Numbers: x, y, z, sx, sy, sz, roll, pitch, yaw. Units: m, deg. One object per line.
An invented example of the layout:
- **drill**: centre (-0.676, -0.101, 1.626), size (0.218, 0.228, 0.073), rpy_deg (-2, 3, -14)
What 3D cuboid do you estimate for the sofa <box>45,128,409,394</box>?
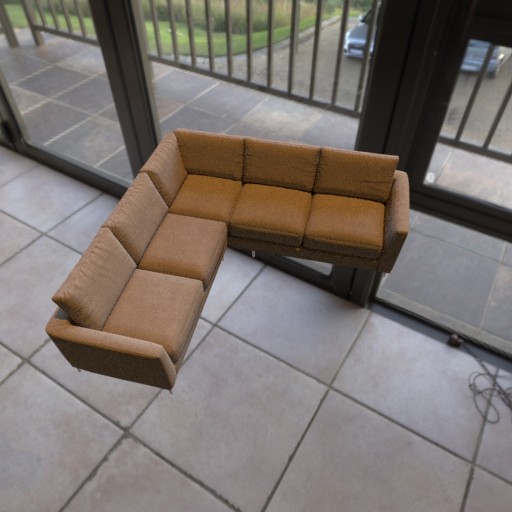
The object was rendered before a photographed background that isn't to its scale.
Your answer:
- **sofa**: centre (0.000, 0.000, 3.747), size (2.438, 0.864, 2.438), rpy_deg (10, 48, 9)
